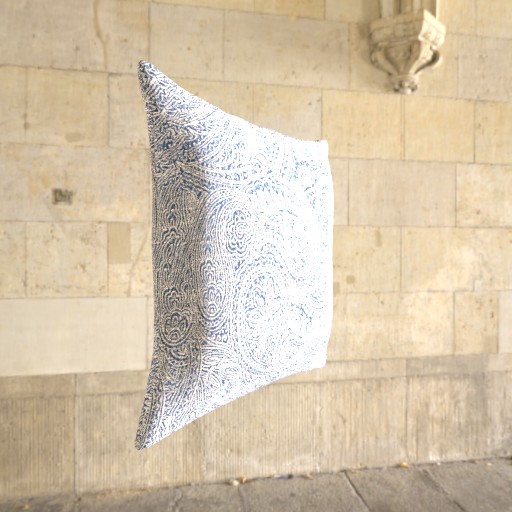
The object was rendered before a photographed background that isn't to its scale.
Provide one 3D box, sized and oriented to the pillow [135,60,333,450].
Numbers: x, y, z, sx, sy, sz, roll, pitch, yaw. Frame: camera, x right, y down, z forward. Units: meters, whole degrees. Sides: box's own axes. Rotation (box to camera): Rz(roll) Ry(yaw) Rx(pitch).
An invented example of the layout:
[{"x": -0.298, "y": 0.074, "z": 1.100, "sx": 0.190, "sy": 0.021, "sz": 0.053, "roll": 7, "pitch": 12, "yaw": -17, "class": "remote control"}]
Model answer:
[{"x": 0.000, "y": 0.000, "z": 0.786, "sx": 0.166, "sy": 0.510, "sz": 0.523, "roll": 0, "pitch": 1, "yaw": 36, "class": "pillow"}]
